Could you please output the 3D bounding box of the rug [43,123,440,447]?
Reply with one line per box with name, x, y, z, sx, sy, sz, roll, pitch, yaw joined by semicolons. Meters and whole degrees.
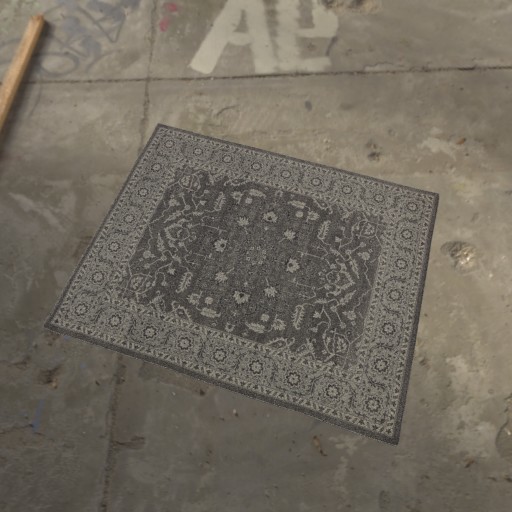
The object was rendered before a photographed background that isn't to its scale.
rug;0.000;0.000;4.108;3.069;0.026;2.451;16;64;8
